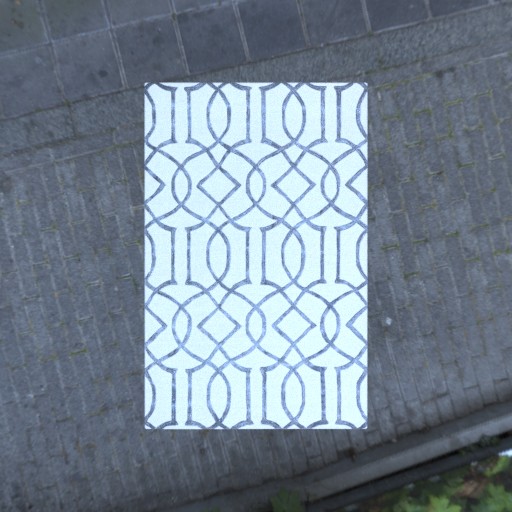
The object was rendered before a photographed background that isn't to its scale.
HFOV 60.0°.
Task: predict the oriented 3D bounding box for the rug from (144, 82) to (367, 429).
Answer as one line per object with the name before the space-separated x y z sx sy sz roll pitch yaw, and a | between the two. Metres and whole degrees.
rug | 0.000 0.000 3.027 1.521 0.017 2.365 0 90 0
